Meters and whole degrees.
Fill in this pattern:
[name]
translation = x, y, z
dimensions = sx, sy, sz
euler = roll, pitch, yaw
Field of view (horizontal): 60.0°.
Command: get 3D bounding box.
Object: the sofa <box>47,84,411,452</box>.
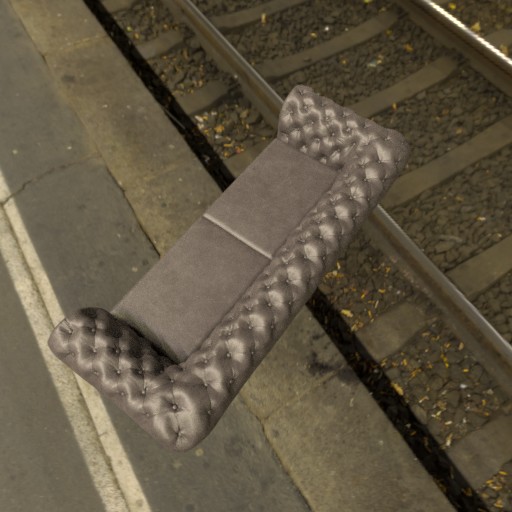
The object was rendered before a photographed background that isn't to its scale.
[sofa]
translation = 0.000, 0.000, 2.841
dimensions = 0.944, 0.783, 2.385
euler = 33, 66, 16
